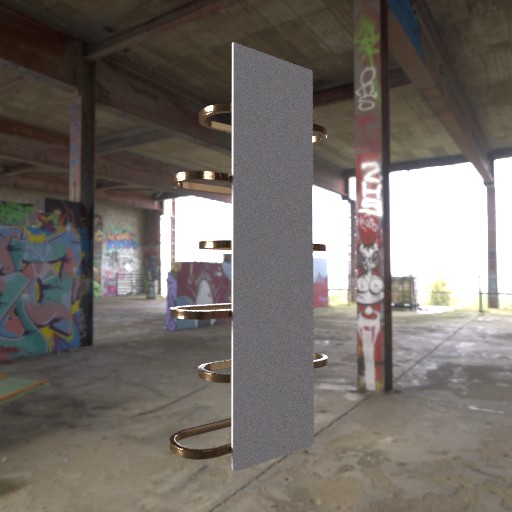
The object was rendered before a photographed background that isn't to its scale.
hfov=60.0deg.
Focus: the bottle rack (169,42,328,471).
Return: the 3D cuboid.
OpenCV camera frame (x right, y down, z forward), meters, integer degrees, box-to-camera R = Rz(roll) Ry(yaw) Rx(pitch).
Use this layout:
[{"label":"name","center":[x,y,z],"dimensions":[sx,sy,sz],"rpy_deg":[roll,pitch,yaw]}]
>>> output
[{"label":"bottle rack","center":[0.000,0.000,0.830],"dimensions":[0.332,0.709,0.118],"rpy_deg":[1,-2,-37]}]
